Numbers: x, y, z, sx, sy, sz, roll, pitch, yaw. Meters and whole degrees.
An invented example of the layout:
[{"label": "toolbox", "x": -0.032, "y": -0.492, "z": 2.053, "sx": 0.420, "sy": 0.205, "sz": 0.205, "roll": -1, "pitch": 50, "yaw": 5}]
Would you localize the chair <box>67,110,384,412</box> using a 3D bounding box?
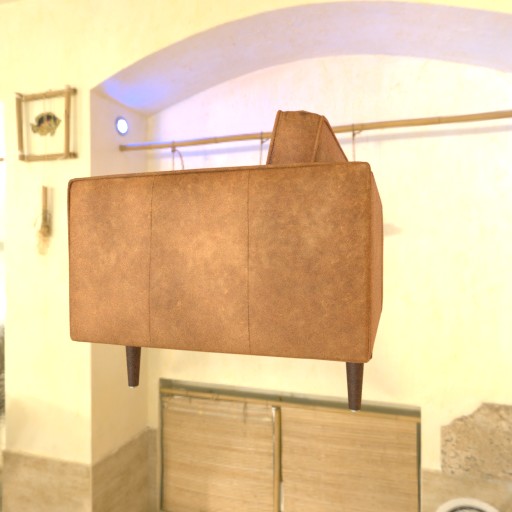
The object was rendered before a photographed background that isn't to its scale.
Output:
[{"label": "chair", "x": 0.000, "y": 0.000, "z": 1.478, "sx": 0.798, "sy": 0.767, "sz": 0.928, "roll": 0, "pitch": 1, "yaw": 18}]
